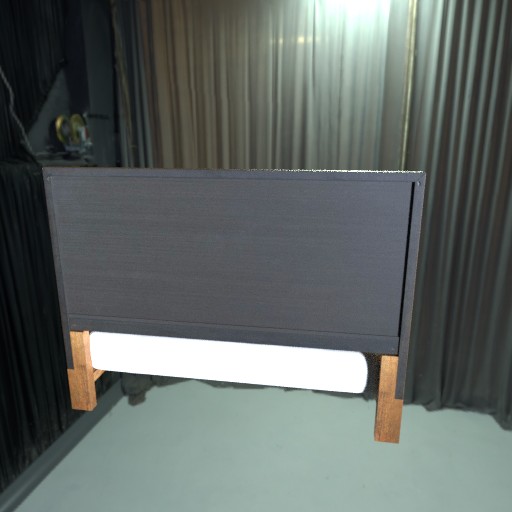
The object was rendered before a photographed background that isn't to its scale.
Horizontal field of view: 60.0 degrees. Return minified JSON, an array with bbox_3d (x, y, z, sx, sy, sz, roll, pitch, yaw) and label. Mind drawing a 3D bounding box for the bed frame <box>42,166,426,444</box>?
[{"bbox_3d":[0.000,0.000,3.566,2.038,1.537,2.235,3,16,9],"label":"bed frame"}]
